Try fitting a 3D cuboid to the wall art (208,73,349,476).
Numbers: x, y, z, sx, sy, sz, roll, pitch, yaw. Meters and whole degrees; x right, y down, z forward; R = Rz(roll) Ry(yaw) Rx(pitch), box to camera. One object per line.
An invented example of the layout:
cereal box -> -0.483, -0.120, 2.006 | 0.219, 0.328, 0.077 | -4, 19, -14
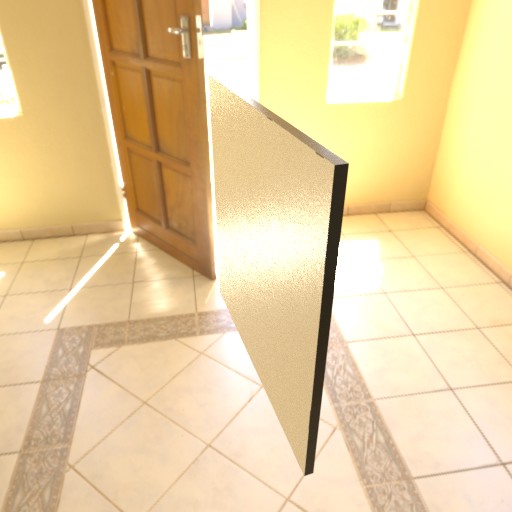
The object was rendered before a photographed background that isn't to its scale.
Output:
wall art -> 0.000, 0.000, 0.669 | 0.014, 0.445, 0.446 | -10, 33, -16
